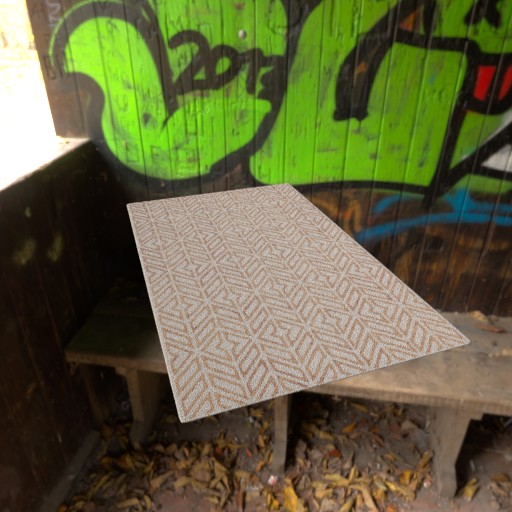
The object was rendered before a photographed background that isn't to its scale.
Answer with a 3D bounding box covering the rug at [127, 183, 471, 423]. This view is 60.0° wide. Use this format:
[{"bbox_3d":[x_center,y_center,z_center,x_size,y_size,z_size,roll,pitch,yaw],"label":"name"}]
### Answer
[{"bbox_3d":[0.000,0.000,3.069,1.523,0.008,2.438,-10,32,-17],"label":"rug"}]
